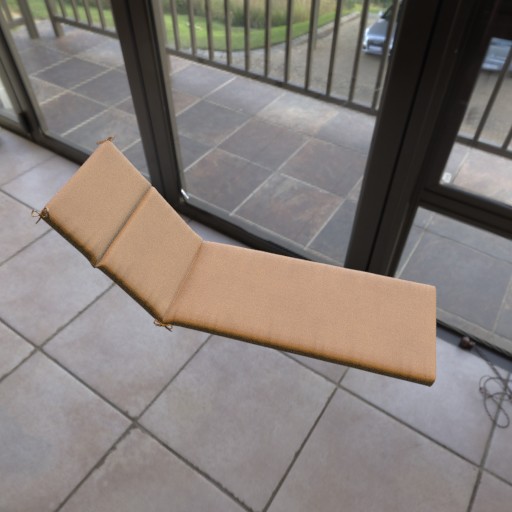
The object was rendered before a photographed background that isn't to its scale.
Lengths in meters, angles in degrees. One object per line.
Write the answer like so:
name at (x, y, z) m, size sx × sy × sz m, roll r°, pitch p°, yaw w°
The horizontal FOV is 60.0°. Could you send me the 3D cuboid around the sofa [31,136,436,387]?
sofa at (0.000, 0.000, 1.932) m, size 1.663 × 0.622 × 0.582 m, roll 11°, pitch 48°, yaw 10°
